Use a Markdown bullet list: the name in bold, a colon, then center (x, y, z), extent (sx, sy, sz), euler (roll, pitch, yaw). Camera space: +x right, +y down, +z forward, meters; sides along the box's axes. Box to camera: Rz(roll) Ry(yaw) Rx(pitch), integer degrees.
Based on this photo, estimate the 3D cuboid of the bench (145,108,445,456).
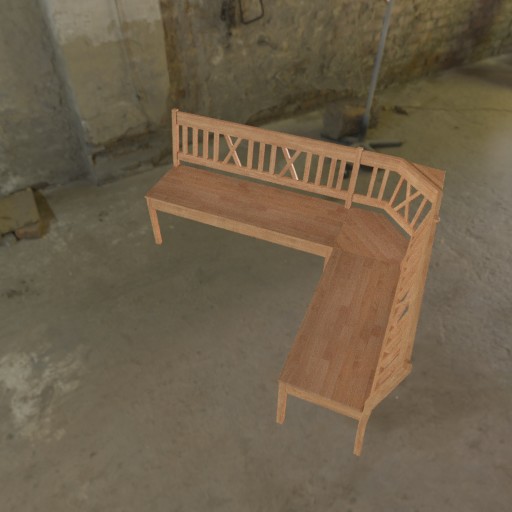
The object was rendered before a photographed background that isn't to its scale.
- **bench**: center (0.000, 0.000, 2.798), extent (1.937, 0.902, 1.537), euler (16, 47, 16)
